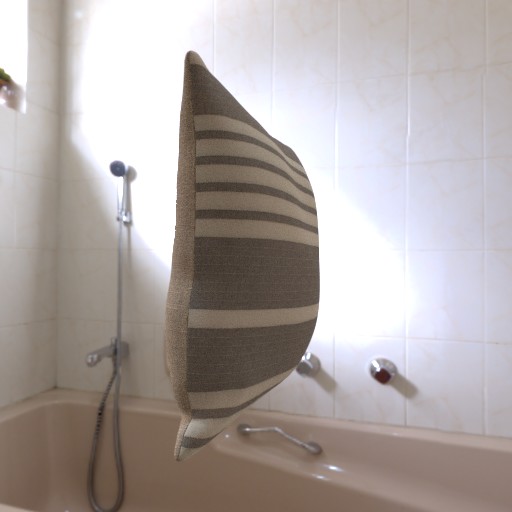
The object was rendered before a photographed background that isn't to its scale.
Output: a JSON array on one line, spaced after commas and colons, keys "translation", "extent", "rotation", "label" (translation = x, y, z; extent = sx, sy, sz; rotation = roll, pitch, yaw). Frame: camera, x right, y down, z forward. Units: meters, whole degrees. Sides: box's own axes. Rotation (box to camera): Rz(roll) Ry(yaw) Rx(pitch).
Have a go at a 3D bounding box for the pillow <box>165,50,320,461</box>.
[{"translation": [0.000, 0.000, 0.669], "extent": [0.182, 0.440, 0.439], "rotation": [0, -1, 20], "label": "pillow"}]
